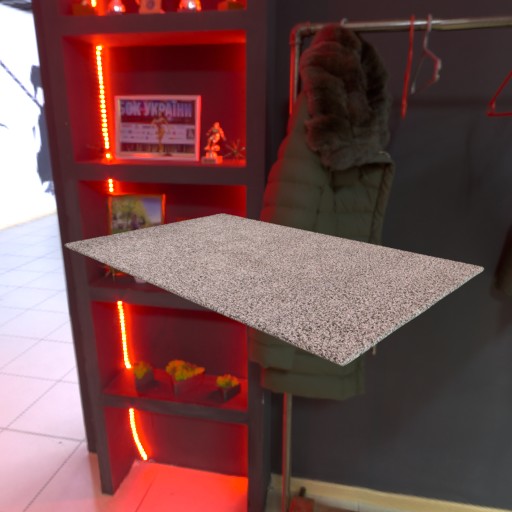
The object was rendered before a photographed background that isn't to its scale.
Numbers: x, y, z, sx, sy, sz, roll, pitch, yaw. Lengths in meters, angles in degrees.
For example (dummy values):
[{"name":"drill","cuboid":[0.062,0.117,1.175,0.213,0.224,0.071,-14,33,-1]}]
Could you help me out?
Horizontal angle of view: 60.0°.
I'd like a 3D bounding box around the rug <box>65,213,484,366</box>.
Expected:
[{"name":"rug","cuboid":[0.000,0.000,3.402,2.743,0.030,1.778,16,23,42]}]
